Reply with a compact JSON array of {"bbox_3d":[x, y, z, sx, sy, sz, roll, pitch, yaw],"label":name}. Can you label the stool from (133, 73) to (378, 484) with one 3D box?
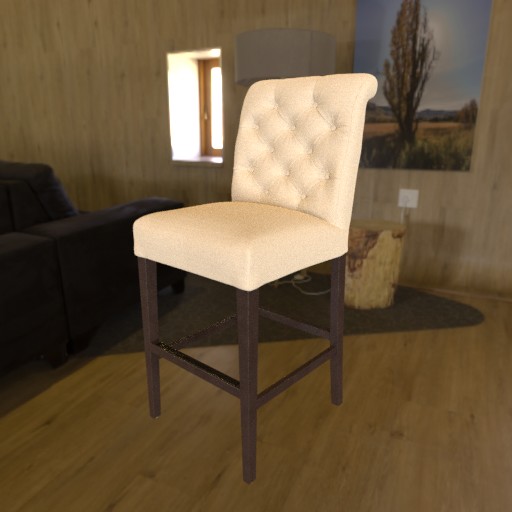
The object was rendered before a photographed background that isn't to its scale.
[{"bbox_3d":[0.000,0.000,1.430,0.482,1.118,0.610,14,21,39],"label":"stool"}]
